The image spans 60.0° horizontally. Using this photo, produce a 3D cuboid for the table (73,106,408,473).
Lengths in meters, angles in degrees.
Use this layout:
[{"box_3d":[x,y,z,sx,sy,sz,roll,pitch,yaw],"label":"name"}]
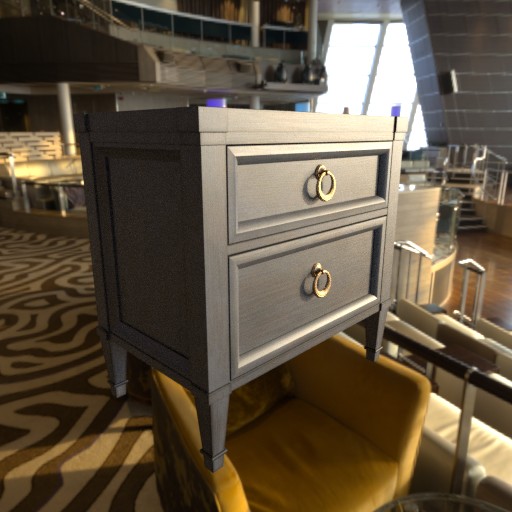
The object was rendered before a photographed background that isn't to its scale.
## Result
[{"box_3d":[0.000,0.000,1.091,0.413,0.660,0.660,15,21,42],"label":"table"}]
